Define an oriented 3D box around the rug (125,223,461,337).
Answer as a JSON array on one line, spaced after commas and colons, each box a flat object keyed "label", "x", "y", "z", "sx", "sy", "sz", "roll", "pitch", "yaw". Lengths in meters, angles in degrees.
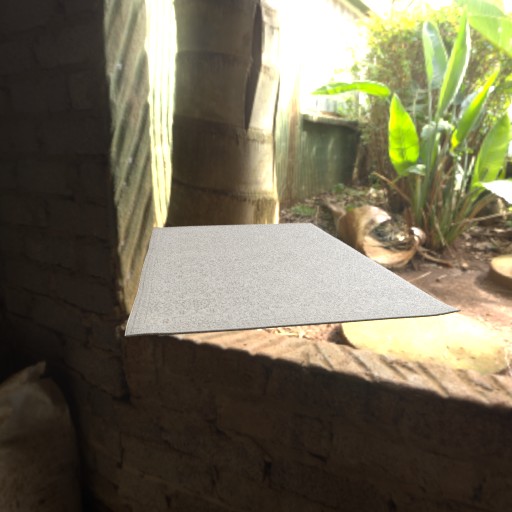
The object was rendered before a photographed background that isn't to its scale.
[{"label": "rug", "x": 0.000, "y": 0.000, "z": 2.471, "sx": 1.214, "sy": 0.023, "sz": 1.947, "roll": -2, "pitch": 15, "yaw": -10}]
